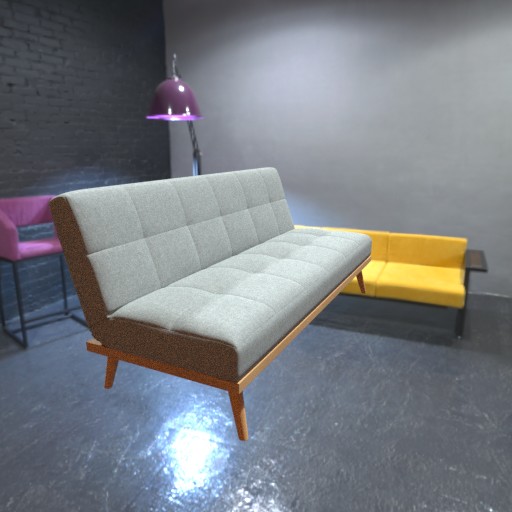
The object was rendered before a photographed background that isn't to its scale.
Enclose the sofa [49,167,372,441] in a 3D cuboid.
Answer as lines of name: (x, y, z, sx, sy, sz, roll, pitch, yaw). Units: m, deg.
sofa: (0.000, 0.000, 2.285, 0.800, 0.800, 1.820, 7, 16, 26)
